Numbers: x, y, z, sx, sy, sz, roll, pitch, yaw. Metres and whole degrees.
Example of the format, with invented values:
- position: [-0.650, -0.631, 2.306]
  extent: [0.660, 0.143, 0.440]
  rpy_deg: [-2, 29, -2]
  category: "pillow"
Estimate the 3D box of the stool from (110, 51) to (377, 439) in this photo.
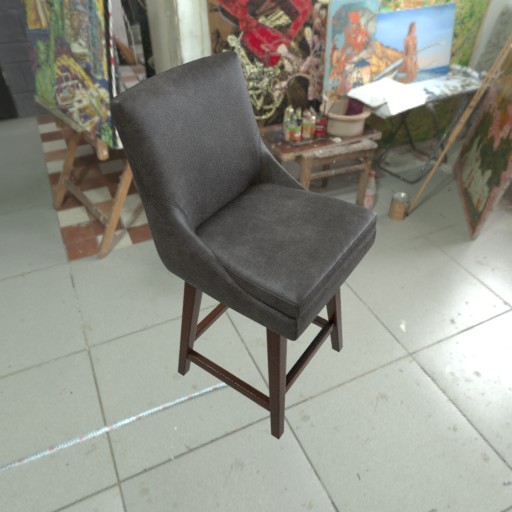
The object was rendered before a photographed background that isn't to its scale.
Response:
- position: [0.000, 0.000, 1.400]
  extent: [0.587, 1.046, 0.492]
  rpy_deg: [25, 47, 26]
  category: "stool"
